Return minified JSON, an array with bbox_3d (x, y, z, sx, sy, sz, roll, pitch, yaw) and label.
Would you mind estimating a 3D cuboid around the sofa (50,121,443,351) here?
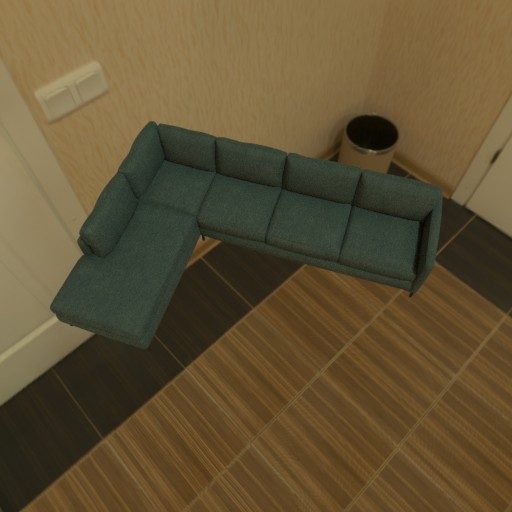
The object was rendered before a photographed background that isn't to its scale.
[{"bbox_3d":[0.000,0.000,3.869,2.949,0.815,2.007,15,60,9],"label":"sofa"}]
